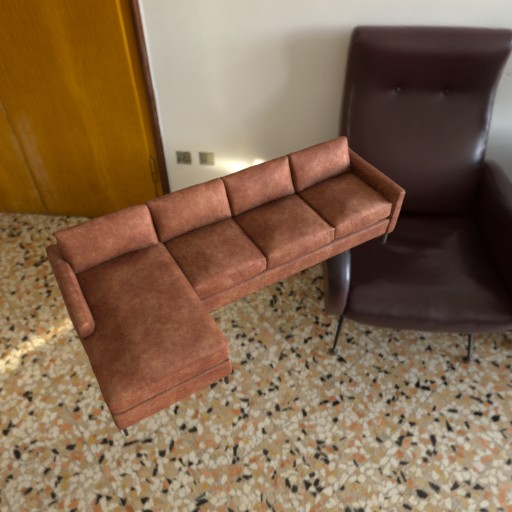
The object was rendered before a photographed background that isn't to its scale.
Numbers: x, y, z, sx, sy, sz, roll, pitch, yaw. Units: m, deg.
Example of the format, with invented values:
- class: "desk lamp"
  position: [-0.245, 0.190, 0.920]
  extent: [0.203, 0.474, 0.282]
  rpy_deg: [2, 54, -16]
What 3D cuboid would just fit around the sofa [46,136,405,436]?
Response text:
- class: "sofa"
  position: [0.000, 0.000, 3.709]
  extent: [2.993, 0.859, 1.471]
  rpy_deg: [-23, 49, -21]
